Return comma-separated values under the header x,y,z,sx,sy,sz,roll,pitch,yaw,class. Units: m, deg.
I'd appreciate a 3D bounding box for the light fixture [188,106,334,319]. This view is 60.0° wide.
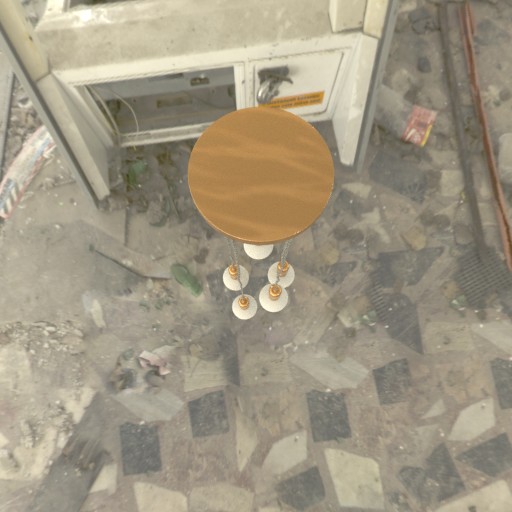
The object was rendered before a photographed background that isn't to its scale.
x,y,z,sx,sy,sz,roll,pitch,yaw,class
0.000,0.000,0.512,0.105,0.457,0.108,18,76,4,light fixture
